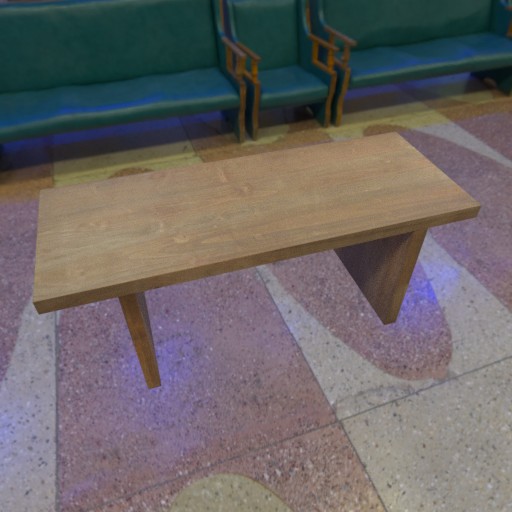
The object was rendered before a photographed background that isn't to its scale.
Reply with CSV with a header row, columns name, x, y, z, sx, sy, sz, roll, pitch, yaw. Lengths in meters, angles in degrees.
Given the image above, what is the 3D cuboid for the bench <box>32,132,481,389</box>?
name,x,y,z,sx,sy,sz,roll,pitch,yaw
bench,0.000,0.000,1.426,1.183,0.458,0.458,-12,44,-13
